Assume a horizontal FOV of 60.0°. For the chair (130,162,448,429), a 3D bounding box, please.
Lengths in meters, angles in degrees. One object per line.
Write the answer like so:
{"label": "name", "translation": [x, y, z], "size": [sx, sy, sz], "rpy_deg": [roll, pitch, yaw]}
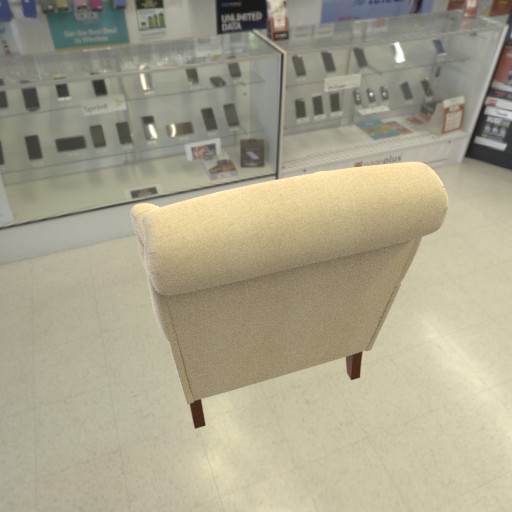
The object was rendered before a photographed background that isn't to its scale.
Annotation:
{"label": "chair", "translation": [0.000, 0.000, 1.536], "size": [0.766, 0.944, 0.842], "rpy_deg": [-13, 42, -14]}
